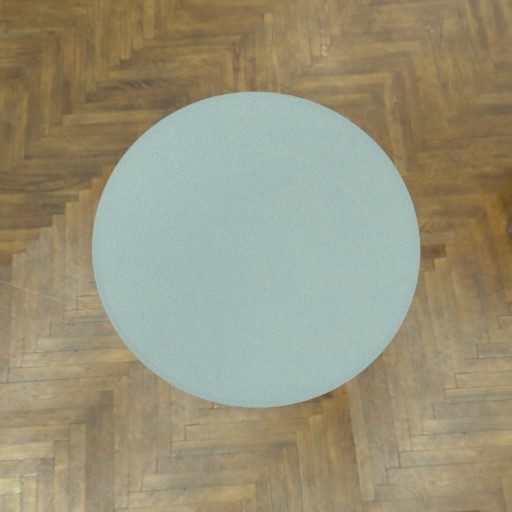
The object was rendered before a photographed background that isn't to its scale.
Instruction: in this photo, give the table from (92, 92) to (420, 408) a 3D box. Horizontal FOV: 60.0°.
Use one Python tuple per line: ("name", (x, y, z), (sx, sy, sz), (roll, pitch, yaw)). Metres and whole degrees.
("table", (0.000, 0.000, 1.463), (0.914, 0.470, 0.914), (0, 76, 0))
